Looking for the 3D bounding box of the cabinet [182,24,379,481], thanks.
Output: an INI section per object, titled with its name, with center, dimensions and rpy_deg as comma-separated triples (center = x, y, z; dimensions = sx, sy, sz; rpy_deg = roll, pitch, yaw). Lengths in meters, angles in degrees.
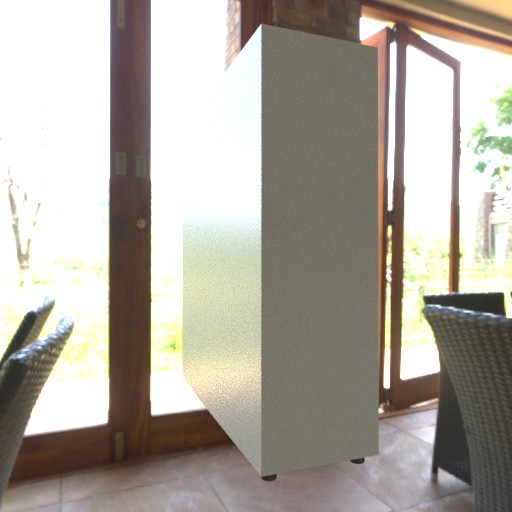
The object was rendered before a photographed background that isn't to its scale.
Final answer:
[cabinet]
center = 0.000, 0.000, 1.623
dimensions = 0.348, 1.150, 0.990
rpy_deg = 0, 0, -21
